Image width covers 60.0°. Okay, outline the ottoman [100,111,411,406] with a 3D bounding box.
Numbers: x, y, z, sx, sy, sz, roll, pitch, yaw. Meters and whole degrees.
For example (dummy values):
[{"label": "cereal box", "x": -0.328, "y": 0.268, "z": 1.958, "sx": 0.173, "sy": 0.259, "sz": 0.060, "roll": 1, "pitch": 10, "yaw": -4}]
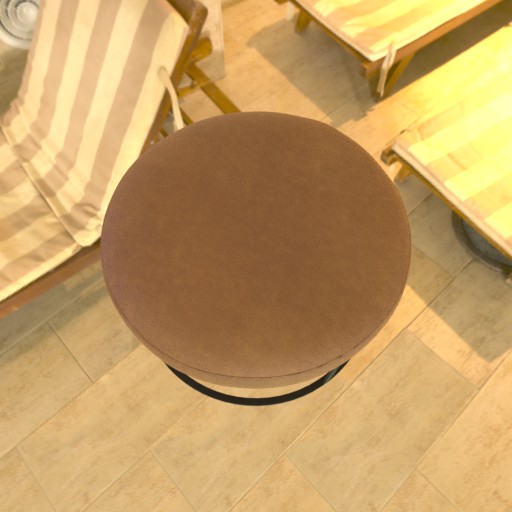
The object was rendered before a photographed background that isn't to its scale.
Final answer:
[{"label": "ottoman", "x": 0.000, "y": 0.000, "z": 1.245, "sx": 0.771, "sy": 0.460, "sz": 0.771, "roll": 0, "pitch": 62, "yaw": 0}]
